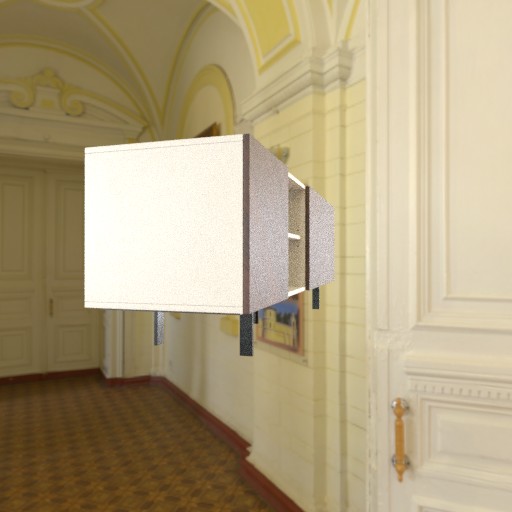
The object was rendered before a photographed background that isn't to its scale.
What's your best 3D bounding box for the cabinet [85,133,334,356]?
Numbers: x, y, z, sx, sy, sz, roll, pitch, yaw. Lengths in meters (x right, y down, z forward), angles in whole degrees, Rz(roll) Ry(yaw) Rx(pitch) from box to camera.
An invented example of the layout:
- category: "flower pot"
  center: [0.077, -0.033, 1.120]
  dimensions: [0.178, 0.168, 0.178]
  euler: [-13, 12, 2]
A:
- category: "cabinet"
  center: [0.000, 0.000, 1.754]
  dimensions: [0.431, 0.533, 1.499]
  euler: [0, 0, 17]
